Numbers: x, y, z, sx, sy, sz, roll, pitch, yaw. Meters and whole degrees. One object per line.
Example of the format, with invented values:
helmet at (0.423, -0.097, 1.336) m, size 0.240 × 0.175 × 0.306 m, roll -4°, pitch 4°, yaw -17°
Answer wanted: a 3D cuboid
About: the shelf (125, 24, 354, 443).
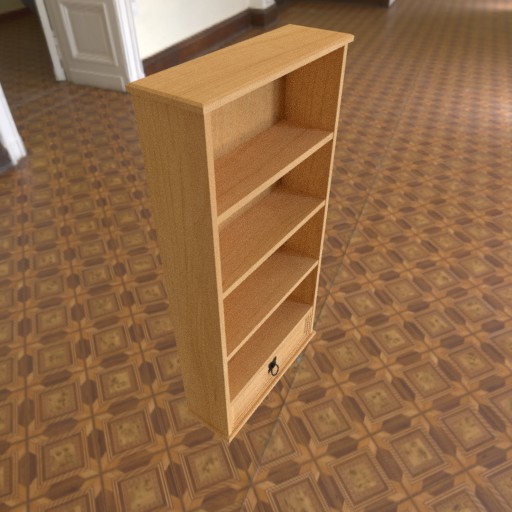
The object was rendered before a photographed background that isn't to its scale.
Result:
shelf at (0.000, 0.000, 1.202) m, size 0.175 × 1.030 × 0.520 m, roll 25°, pitch 46°, yaw 26°
